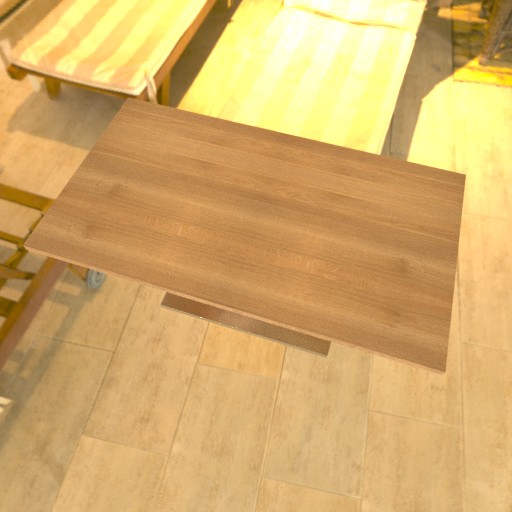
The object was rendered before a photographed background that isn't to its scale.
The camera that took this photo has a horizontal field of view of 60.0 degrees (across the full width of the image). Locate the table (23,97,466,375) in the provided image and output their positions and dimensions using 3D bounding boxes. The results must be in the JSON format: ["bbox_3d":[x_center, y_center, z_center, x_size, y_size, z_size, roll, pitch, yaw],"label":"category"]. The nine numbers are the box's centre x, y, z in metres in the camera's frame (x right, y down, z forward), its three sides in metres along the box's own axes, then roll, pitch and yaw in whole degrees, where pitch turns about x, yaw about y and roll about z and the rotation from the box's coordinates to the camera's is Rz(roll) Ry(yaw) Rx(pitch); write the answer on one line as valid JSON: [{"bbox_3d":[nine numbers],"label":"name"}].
[{"bbox_3d":[0.000,0.000,2.125,1.600,0.750,0.900,16,60,9],"label":"table"}]
